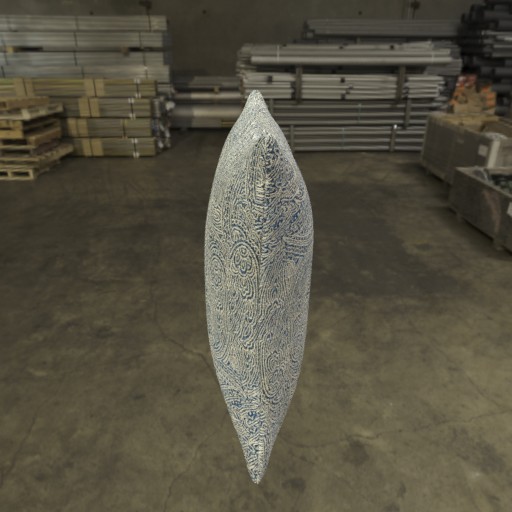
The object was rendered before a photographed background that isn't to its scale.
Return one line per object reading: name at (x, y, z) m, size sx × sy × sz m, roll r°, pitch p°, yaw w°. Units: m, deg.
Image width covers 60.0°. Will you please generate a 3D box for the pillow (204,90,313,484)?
pillow at (0.000, 0.000, 0.783) m, size 0.166 × 0.510 × 0.523 m, roll -1°, pitch 26°, yaw -1°
